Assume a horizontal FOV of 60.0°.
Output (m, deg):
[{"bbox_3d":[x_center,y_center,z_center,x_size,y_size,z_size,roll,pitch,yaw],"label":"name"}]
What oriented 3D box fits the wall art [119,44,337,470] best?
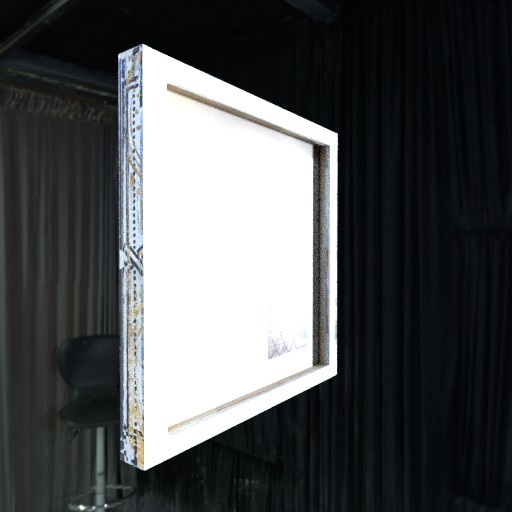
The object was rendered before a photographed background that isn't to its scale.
[{"bbox_3d":[0.000,0.000,0.600,0.038,0.410,0.411,1,1,37],"label":"wall art"}]
